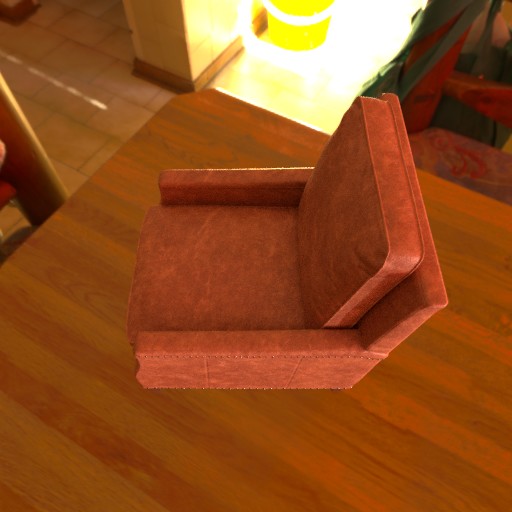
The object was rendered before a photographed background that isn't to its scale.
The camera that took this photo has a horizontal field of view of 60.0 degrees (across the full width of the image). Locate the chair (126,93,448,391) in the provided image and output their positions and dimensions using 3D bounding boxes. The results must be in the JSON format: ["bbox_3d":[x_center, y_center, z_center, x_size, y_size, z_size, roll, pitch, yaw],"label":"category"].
[{"bbox_3d":[0.000,0.000,1.776,1.035,1.054,0.854,0,59,0],"label":"chair"}]
